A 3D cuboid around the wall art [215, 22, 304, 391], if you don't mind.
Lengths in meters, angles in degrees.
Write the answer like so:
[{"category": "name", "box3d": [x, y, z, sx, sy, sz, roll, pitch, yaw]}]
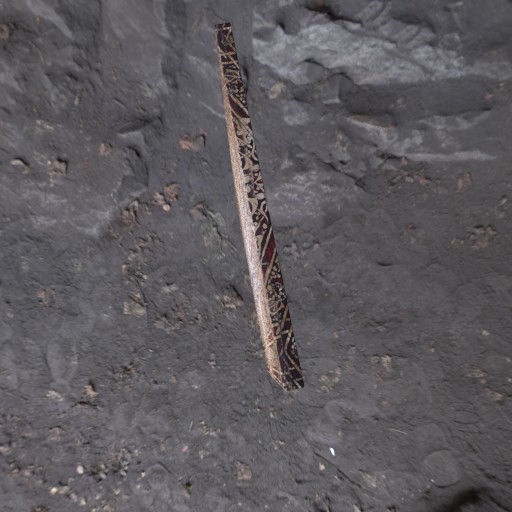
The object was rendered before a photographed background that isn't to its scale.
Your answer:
[{"category": "wall art", "box3d": [0.000, 0.000, 0.740, 0.020, 0.599, 0.397, -10, 77, -2]}]
